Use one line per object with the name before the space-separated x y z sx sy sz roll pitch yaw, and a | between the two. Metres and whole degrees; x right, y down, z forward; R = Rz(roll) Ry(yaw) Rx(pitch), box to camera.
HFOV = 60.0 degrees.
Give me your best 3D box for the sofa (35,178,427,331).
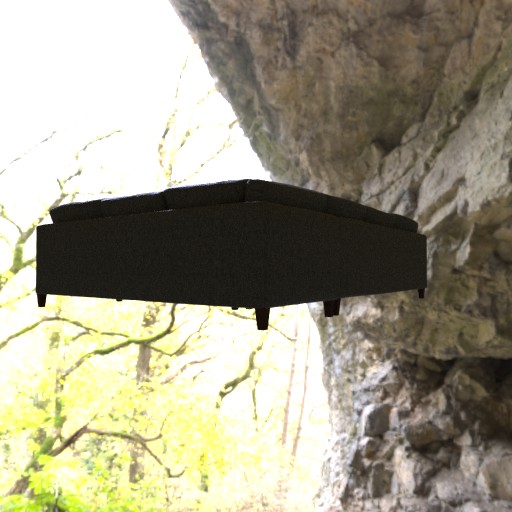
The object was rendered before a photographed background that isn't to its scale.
sofa | 0.000 0.000 4.548 2.593 0.947 3.302 -1 -2 36
